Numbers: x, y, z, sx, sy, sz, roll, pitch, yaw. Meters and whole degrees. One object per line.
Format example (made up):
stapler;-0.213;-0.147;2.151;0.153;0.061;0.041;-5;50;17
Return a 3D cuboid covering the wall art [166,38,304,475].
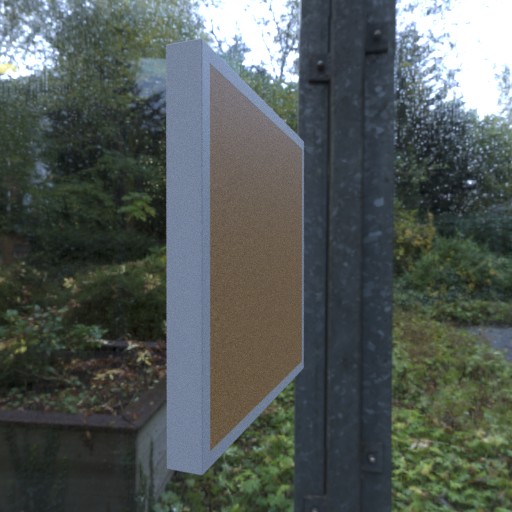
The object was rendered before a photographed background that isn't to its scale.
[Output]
wall art;0.000;0.000;0.609;0.038;0.406;0.406;0;1;20
